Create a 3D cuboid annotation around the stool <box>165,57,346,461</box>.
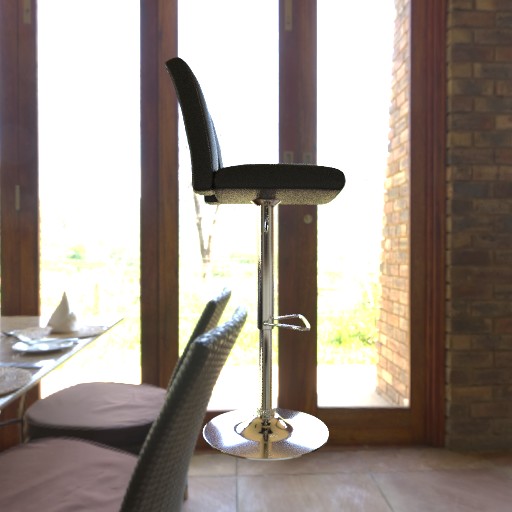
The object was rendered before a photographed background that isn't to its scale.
[{"bbox_3d":[0.000,0.000,1.453,0.520,1.151,0.415,0,0,0],"label":"stool"}]
